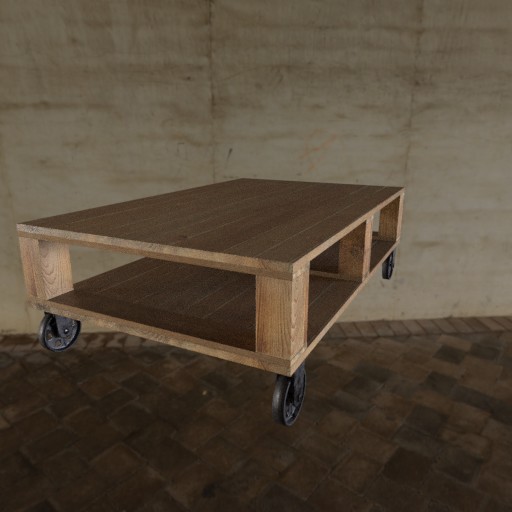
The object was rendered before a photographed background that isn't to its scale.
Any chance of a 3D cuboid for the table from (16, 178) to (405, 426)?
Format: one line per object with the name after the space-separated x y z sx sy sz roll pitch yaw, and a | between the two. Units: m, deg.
0.000 0.000 1.659 0.827 0.413 1.299 8 18 26 | table
